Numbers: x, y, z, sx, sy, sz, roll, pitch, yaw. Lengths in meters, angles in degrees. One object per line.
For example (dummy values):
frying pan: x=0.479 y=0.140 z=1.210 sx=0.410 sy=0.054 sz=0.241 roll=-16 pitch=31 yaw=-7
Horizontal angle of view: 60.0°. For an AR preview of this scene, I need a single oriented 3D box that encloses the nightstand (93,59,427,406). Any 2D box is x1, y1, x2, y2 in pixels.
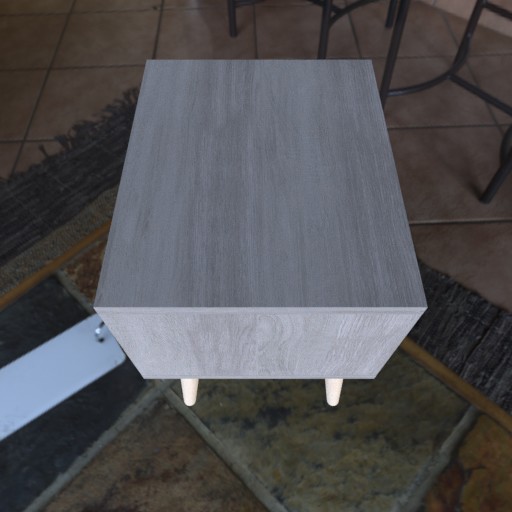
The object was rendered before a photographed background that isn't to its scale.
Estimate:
nightstand: x=0.000 y=0.000 z=0.822 sx=0.380 sy=0.500 sz=0.450 roll=0 pitch=58 yaw=0
